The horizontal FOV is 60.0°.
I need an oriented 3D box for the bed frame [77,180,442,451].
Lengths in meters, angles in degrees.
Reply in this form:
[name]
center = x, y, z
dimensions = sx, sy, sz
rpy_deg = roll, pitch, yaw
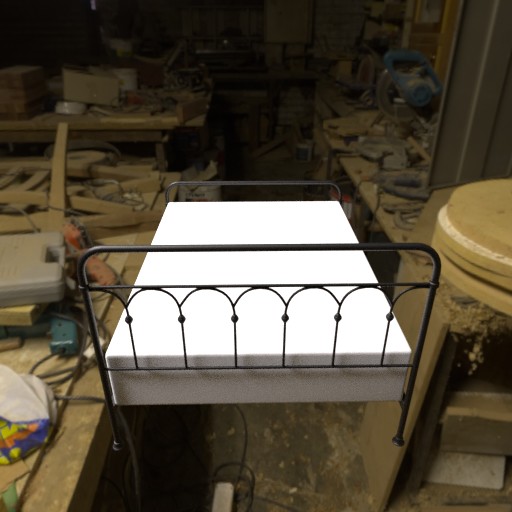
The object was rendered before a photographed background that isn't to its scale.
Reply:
[bed frame]
center = 0.000, 0.000, 3.162
dimensions = 1.664, 1.276, 2.203
rpy_deg = 0, 29, -1
